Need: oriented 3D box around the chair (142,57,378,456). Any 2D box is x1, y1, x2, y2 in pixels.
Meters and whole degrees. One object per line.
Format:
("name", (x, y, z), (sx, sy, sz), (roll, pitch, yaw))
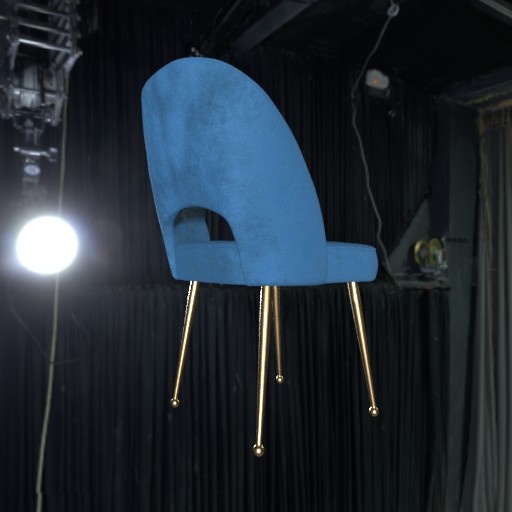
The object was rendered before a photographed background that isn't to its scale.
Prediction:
("chair", (0.000, 0.000, 1.199), (0.577, 0.860, 0.527), (0, 0, -37))
